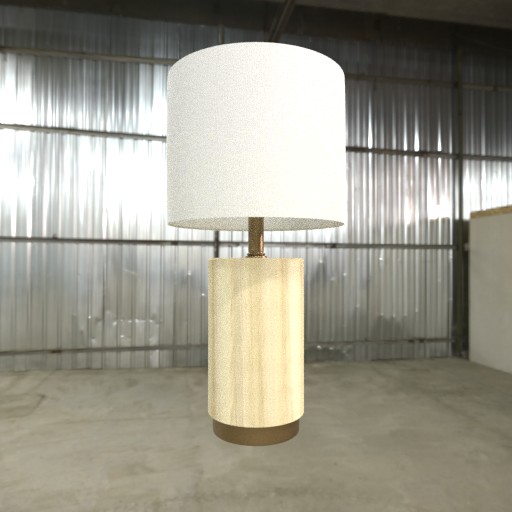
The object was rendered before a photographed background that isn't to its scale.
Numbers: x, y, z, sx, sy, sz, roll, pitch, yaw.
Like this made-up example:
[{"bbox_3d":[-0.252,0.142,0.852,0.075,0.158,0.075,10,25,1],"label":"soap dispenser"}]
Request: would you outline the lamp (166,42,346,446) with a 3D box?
[{"bbox_3d":[0.000,0.000,0.573,0.228,0.444,0.228,0,-1,18],"label":"lamp"}]
